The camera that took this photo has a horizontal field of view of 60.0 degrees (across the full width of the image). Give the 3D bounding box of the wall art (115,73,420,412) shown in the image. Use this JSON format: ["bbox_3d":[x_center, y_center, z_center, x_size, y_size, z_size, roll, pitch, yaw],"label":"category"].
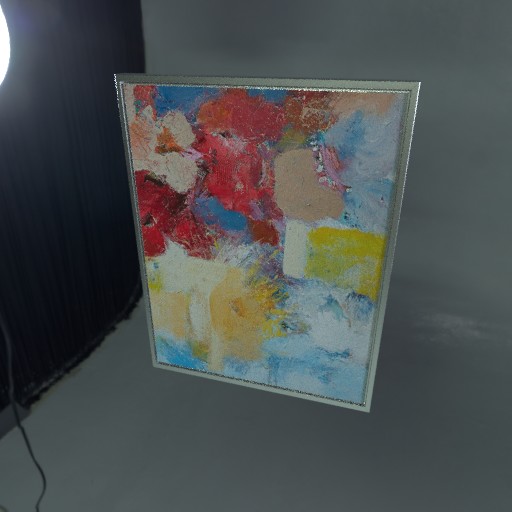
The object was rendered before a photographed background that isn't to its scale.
[{"bbox_3d":[0.000,0.000,0.758,0.444,0.569,0.025,8,27,15],"label":"wall art"}]
